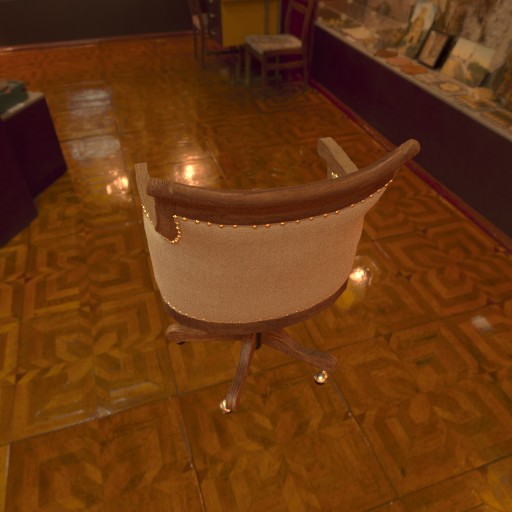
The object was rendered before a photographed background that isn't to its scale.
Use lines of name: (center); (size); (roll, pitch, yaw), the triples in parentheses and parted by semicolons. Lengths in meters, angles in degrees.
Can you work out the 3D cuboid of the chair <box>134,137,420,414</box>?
chair: (0.000, 0.000, 1.434); (0.656, 0.965, 0.689); (-11, 42, -12)
